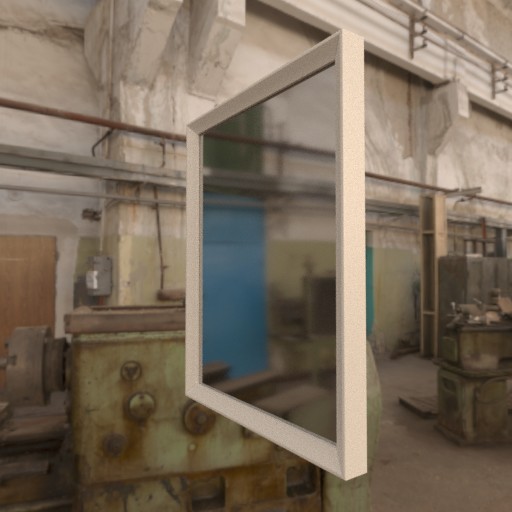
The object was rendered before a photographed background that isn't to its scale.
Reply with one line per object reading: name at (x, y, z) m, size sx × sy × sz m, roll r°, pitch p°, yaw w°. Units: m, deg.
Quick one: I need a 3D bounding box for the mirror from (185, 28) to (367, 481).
mirror at (0.000, 0.000, 0.675) m, size 0.041 × 0.509 × 0.406 m, roll 1°, pitch -2°, yaw -35°
